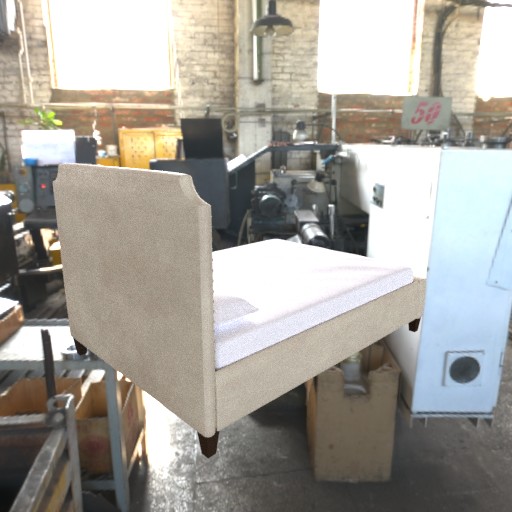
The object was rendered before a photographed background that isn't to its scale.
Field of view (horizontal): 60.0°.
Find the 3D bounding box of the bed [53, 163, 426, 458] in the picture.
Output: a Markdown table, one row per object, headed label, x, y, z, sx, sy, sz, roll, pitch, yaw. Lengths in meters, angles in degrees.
| label | x | y | z | sx | sy | sz | roll | pitch | yaw |
| --- | --- | --- | --- | --- | --- | --- | --- | --- | --- |
| bed | 0.000 | 0.000 | 3.425 | 2.372 | 1.443 | 1.712 | -14 | 20 | -42 |
